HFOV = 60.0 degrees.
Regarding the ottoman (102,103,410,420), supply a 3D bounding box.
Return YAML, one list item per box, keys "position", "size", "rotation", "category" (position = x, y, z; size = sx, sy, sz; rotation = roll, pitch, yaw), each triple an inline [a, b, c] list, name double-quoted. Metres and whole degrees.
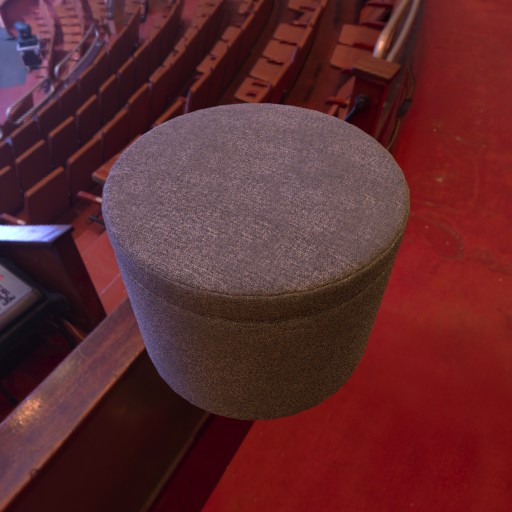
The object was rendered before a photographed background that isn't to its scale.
- position: [0.000, 0.000, 0.866]
  size: [0.500, 0.419, 0.500]
  rotation: [0, 47, 0]
  category: "ottoman"
